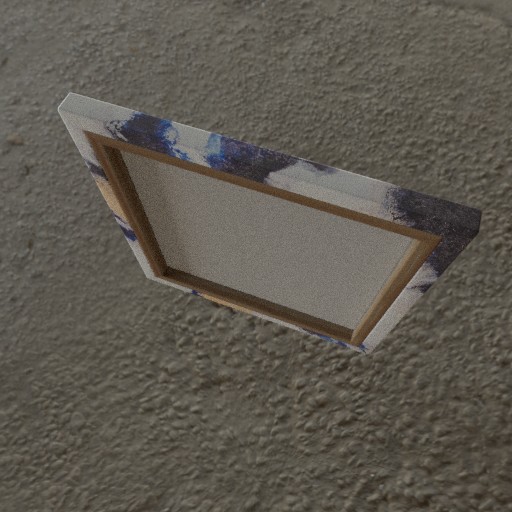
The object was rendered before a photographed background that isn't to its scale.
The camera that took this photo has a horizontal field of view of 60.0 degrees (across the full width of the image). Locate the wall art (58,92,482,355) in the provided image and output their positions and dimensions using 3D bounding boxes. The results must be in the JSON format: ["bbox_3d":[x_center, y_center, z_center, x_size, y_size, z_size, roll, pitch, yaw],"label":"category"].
[{"bbox_3d":[0.000,0.000,0.880,0.609,0.609,0.039,18,65,9],"label":"wall art"}]
